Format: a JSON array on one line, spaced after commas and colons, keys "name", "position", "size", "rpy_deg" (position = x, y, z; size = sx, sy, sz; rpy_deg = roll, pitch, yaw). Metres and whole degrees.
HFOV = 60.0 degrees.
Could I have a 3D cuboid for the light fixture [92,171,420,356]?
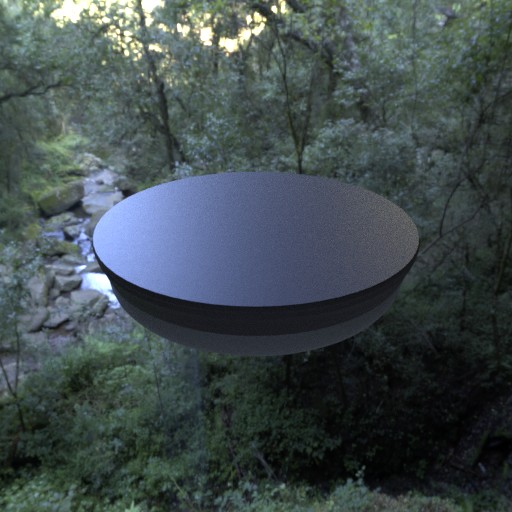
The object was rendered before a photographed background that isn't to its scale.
[{"name": "light fixture", "position": [0.000, 0.000, 0.545], "size": [0.368, 0.100, 0.368], "rpy_deg": [0, 28, 0]}]
